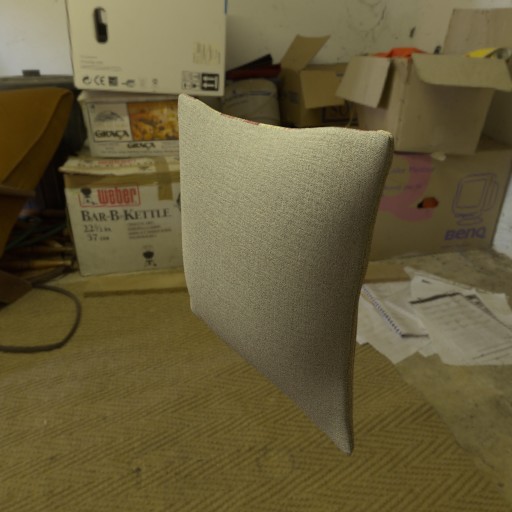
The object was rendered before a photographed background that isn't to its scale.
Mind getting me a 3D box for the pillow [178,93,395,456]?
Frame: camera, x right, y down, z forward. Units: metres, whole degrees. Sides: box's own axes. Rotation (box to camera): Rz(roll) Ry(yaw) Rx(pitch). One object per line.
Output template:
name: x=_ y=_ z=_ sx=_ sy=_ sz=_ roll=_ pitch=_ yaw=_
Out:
pillow: x=0.000 y=0.000 z=0.650 sx=0.136 sy=0.419 sz=0.437 roll=-17 pitch=31 yaw=-32
